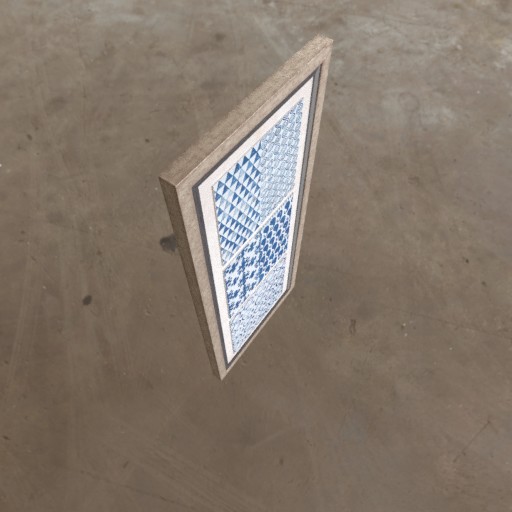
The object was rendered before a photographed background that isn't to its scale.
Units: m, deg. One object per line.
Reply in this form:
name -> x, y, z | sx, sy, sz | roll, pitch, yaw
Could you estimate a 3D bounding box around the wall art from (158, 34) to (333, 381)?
wall art -> 0.000, 0.000, 1.707 | 0.051, 1.461, 0.648 | 32, 64, 18
